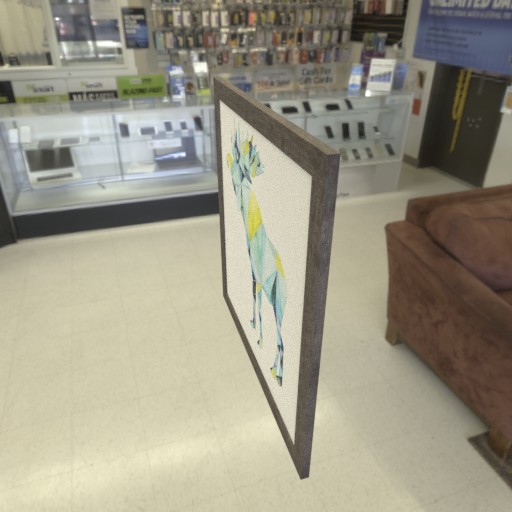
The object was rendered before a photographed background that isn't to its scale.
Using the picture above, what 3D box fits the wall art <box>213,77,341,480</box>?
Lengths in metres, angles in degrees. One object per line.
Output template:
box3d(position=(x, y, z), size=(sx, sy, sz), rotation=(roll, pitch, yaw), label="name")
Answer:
box3d(position=(0.000, 0.000, 0.686), size=(0.013, 0.457, 0.457), rotation=(-9, 31, -15), label="wall art")
